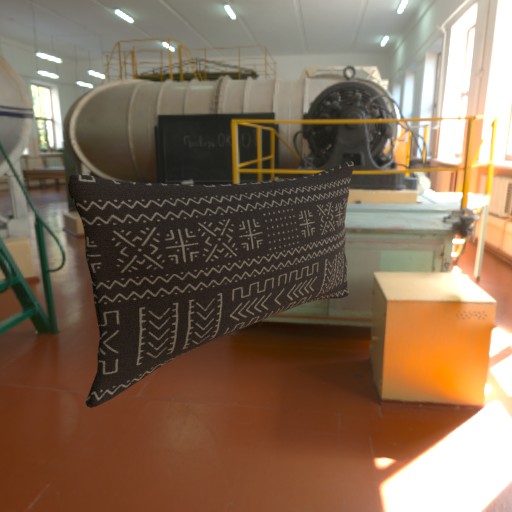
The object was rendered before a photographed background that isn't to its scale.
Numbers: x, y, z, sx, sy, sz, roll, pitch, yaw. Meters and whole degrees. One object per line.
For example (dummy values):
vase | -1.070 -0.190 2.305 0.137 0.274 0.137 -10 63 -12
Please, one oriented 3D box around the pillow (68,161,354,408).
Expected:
pillow | 0.000 0.000 0.807 0.135 0.322 0.667 13 19 42
